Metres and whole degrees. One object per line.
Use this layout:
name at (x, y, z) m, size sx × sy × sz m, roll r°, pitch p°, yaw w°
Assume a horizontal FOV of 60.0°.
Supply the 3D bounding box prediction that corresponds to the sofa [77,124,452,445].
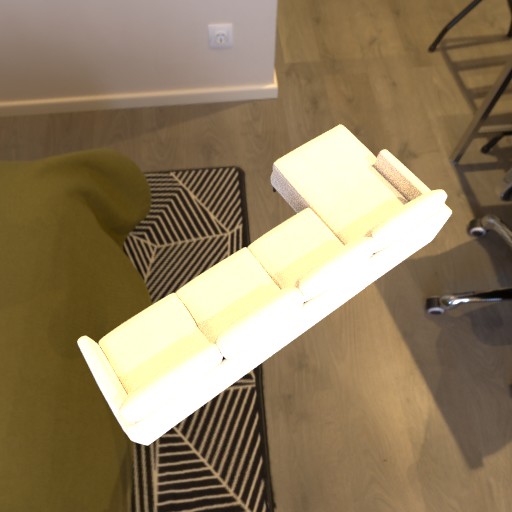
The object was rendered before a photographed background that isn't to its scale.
sofa at (0.000, 0.000, 3.844) m, size 3.186 × 0.875 × 1.467 m, roll -33°, pitch 68°, yaw -15°
